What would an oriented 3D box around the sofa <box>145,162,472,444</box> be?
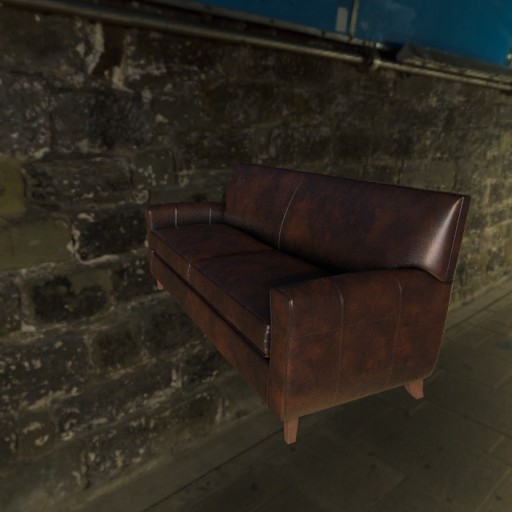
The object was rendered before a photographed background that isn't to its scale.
[{"bbox_3d":[0.000,0.000,2.422,0.786,0.871,1.995,-8,17,-25],"label":"sofa"}]
